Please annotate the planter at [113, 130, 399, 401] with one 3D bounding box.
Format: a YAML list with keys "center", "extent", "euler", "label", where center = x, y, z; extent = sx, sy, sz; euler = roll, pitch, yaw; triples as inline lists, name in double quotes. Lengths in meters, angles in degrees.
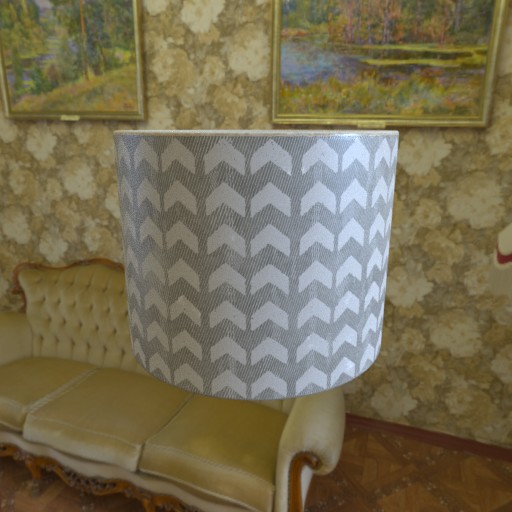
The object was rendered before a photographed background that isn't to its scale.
- center: [0.000, 0.000, 0.438]
  extent: [0.250, 0.239, 0.250]
  euler: [0, 16, 0]
  label: "planter"
